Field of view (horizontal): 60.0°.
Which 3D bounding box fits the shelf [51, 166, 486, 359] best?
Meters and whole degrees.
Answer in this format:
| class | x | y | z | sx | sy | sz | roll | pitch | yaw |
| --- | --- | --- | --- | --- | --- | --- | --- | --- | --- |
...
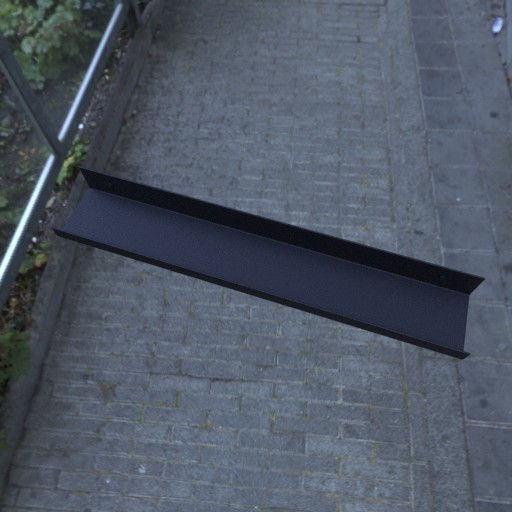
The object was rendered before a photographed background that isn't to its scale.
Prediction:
| class | x | y | z | sx | sy | sz | roll | pitch | yaw |
| --- | --- | --- | --- | --- | --- | --- | --- | --- | --- |
| shelf | 0.000 | 0.000 | 0.631 | 0.605 | 0.053 | 0.102 | 16 | 62 | 9 |
